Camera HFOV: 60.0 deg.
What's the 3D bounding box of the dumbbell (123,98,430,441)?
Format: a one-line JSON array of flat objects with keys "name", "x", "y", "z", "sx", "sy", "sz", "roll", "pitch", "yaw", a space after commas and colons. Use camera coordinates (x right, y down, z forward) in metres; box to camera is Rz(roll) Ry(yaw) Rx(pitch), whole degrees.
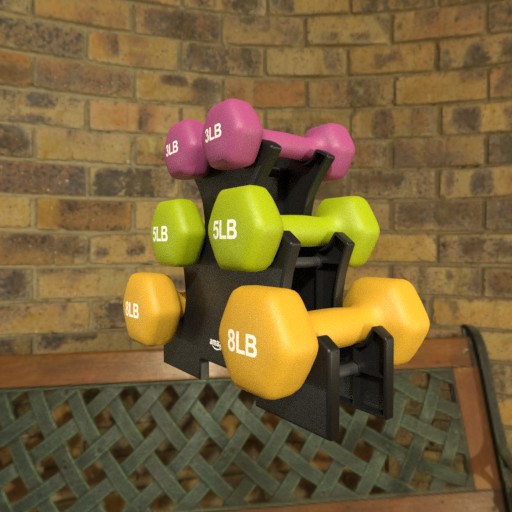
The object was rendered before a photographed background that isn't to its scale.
[{"name": "dumbbell", "x": 0.000, "y": 0.000, "z": 0.463, "sx": 0.190, "sy": 0.271, "sz": 0.300, "roll": -1, "pitch": 2, "yaw": -37}]
